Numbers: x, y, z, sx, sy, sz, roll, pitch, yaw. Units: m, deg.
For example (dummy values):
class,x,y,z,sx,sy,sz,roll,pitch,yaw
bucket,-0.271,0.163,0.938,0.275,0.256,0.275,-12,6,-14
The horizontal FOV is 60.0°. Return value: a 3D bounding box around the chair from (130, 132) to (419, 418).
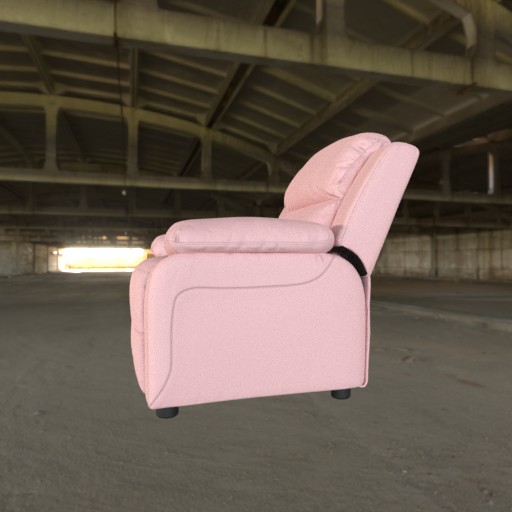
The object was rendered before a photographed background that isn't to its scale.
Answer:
class,x,y,z,sx,sy,sz,roll,pitch,yaw
chair,0.000,0.000,1.296,0.709,0.702,0.680,0,-1,-16
